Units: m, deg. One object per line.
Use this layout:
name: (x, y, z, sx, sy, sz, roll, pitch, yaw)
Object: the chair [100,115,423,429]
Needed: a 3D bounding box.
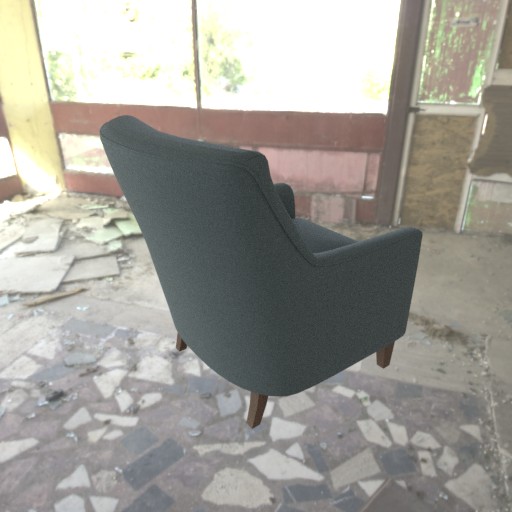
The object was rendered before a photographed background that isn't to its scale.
chair: (0.000, 0.000, 1.547, 0.879, 0.916, 0.756, -17, 30, -33)
